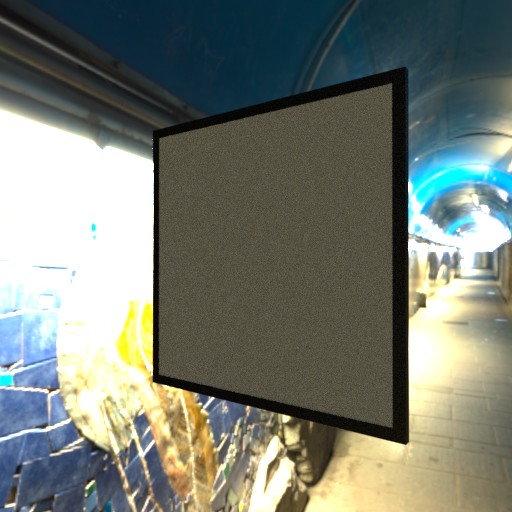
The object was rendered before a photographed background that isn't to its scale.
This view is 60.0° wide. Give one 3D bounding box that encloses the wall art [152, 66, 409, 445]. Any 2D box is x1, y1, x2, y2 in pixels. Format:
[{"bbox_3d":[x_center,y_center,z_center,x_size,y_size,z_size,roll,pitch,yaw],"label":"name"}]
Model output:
[{"bbox_3d":[0.000,0.000,1.192,0.807,0.807,0.022,0,0,36],"label":"wall art"}]
